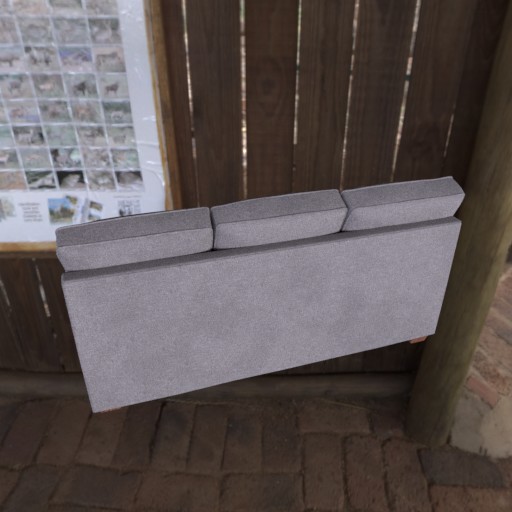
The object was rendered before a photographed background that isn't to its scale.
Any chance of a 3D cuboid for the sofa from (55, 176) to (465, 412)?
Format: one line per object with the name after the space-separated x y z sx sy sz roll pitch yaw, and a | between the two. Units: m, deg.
0.000 0.000 2.558 1.962 0.973 1.027 -9 29 -16 | sofa
